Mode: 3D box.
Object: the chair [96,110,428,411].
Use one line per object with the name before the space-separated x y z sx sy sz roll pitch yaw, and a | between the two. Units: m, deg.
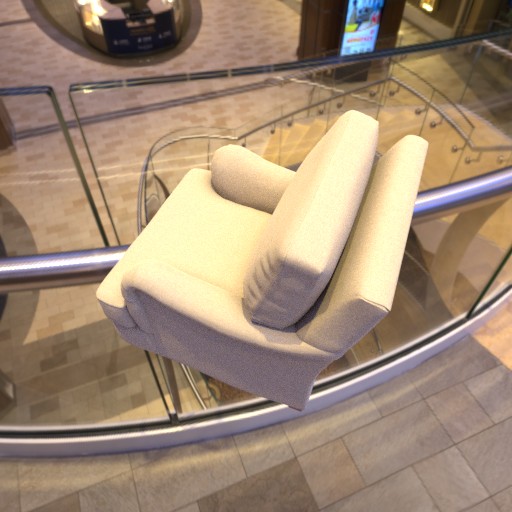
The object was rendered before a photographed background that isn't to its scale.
chair | 0.000 0.000 1.873 1.078 1.076 0.895 16 51 14
